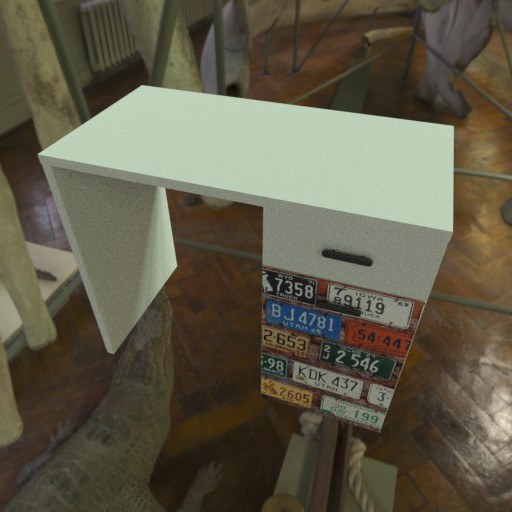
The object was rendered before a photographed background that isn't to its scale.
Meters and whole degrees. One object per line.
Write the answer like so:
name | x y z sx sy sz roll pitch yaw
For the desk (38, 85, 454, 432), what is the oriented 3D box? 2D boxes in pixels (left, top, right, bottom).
desk | 0.000 0.000 1.301 0.898 0.730 0.482 13 42 14
